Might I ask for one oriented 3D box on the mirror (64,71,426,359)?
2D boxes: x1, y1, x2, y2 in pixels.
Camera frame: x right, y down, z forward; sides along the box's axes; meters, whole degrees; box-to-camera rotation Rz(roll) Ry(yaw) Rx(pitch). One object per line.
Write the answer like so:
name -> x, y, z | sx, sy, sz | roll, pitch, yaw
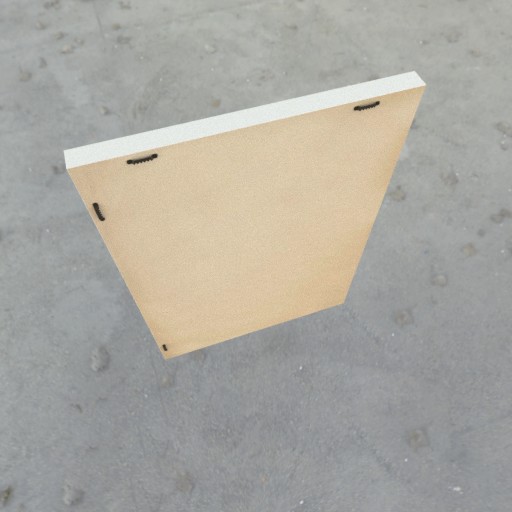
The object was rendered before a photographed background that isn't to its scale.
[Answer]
mirror -> 0.000, 0.000, 0.901 | 0.507, 0.710, 0.039 | -16, 59, -10
